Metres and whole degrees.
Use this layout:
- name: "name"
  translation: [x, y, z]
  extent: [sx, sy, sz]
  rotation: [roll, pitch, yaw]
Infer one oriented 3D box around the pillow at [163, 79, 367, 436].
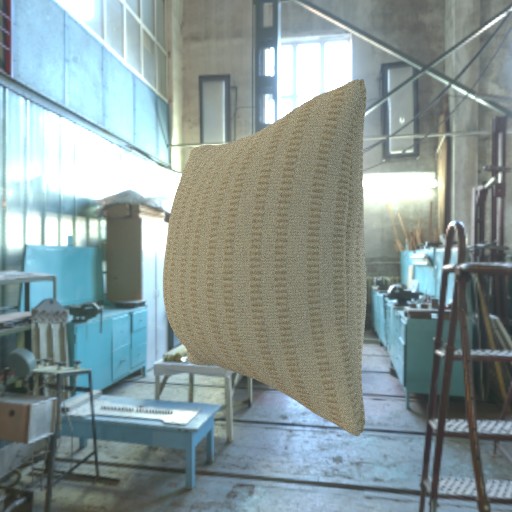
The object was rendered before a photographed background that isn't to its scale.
- name: "pillow"
  translation: [0.000, 0.000, 0.692]
  extent: [0.247, 0.419, 0.438]
  rotation: [0, 0, -35]
